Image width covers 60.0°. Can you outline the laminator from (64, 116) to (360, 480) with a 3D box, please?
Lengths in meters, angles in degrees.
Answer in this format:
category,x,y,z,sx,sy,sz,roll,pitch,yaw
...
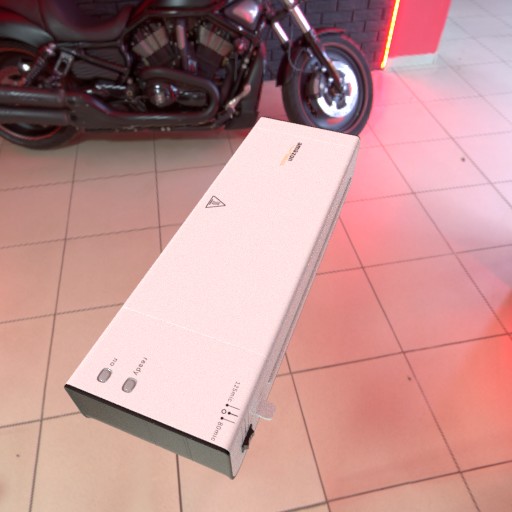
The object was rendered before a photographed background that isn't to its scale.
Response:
category,x,y,z,sx,sy,sz,roll,pitch,yaw
laminator,0.000,0.000,0.386,0.123,0.062,0.340,16,49,14
